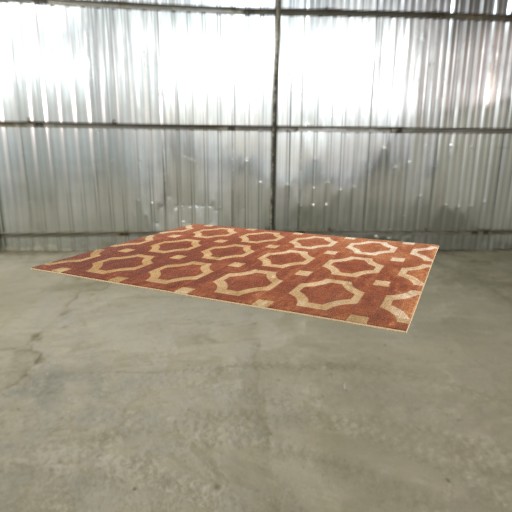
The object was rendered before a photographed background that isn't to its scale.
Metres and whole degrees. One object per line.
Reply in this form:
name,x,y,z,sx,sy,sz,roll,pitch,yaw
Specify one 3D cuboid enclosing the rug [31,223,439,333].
rug,0.000,0.000,4.180,3.049,0.021,2.466,7,15,25
